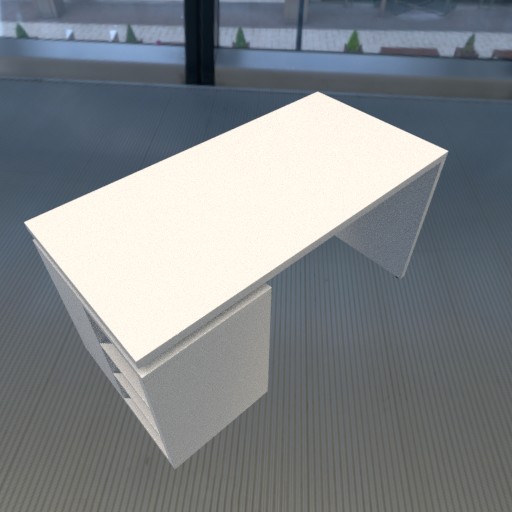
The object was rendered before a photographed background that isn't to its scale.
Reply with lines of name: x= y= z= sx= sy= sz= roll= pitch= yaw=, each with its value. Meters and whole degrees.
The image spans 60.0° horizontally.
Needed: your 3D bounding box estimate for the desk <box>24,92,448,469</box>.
desk: x=0.000 y=0.000 z=1.846 sx=1.400 sy=0.740 sz=0.690 roll=-33 pitch=54 yaw=-28
